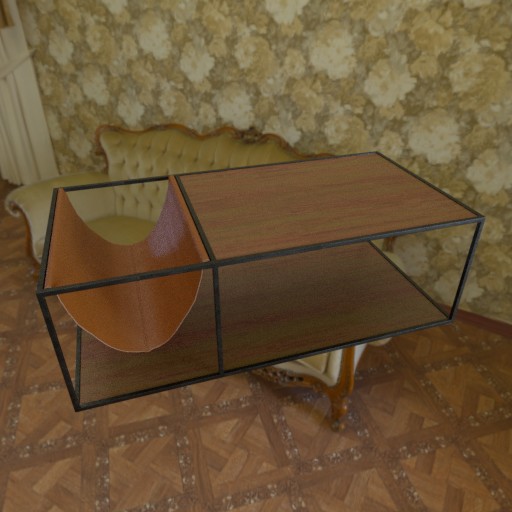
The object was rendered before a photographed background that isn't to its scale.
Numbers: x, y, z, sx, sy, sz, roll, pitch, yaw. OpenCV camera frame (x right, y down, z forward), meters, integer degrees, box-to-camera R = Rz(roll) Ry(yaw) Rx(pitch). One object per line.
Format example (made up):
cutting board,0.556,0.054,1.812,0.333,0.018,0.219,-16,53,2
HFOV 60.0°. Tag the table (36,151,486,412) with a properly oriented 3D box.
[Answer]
table,0.000,0.000,1.467,1.199,0.403,0.597,-10,34,-15
